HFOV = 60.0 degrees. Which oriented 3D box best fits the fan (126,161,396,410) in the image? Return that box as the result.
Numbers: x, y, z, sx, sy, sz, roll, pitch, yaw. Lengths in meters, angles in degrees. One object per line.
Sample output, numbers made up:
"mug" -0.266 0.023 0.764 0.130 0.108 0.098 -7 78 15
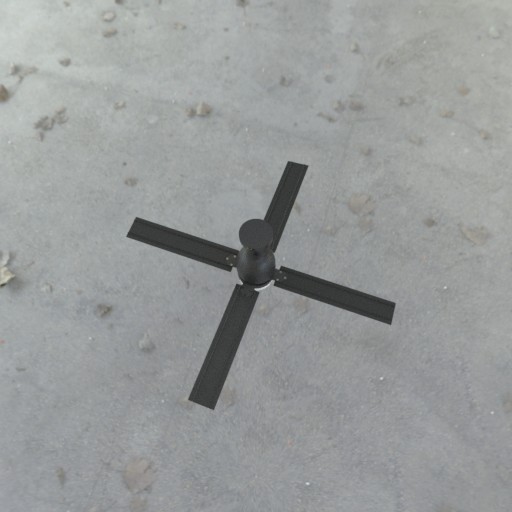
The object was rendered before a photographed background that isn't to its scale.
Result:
"fan" 0.000 0.000 1.978 1.319 0.410 1.319 17 65 8
